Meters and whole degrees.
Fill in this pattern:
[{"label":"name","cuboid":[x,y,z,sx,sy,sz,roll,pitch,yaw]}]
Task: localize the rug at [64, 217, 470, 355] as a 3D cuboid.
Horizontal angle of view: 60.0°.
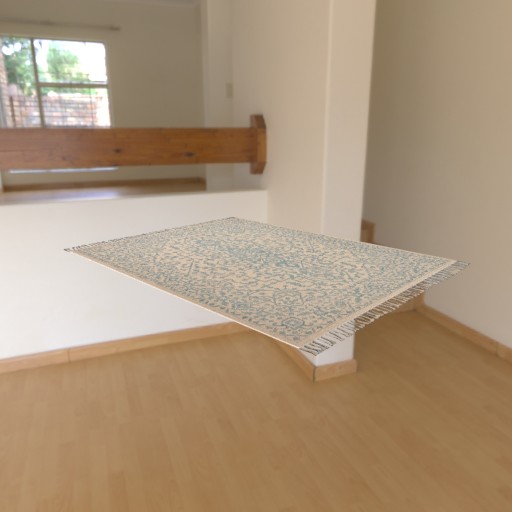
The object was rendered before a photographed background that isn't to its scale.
[{"label":"rug","cuboid":[0.000,0.000,4.445,3.327,0.010,2.464,15,22,42]}]
